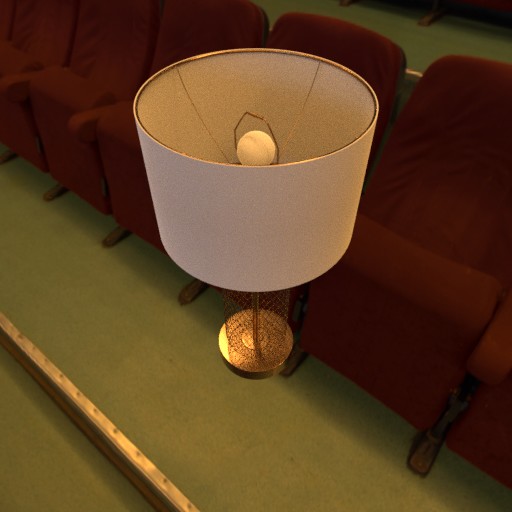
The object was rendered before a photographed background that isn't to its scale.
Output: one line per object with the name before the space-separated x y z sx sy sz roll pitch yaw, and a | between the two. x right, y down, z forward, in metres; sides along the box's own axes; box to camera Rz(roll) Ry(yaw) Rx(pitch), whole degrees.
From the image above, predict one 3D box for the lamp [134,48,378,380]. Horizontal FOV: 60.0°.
lamp | 0.000 0.000 0.638 0.252 0.483 0.252 31 54 26
